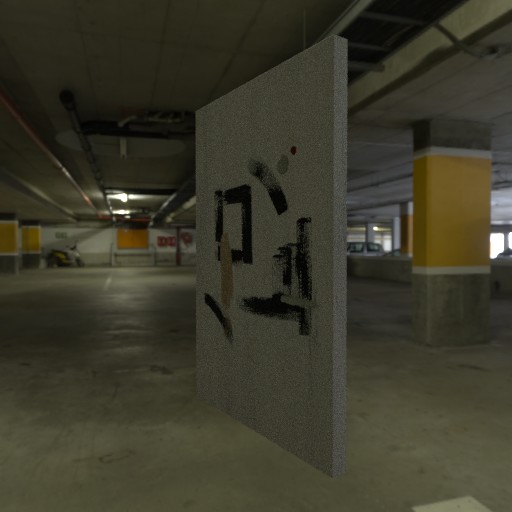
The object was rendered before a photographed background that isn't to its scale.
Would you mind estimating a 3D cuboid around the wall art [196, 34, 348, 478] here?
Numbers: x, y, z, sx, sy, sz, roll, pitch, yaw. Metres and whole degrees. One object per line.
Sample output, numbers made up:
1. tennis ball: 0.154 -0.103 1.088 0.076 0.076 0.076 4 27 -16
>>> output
1. wall art: 0.000 0.000 1.181 0.043 0.914 0.624 -1 1 -34
